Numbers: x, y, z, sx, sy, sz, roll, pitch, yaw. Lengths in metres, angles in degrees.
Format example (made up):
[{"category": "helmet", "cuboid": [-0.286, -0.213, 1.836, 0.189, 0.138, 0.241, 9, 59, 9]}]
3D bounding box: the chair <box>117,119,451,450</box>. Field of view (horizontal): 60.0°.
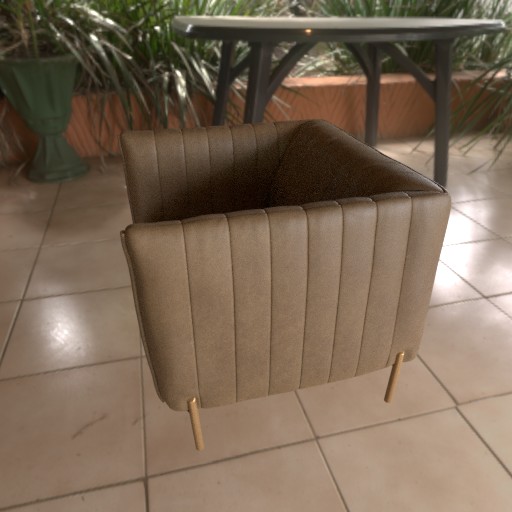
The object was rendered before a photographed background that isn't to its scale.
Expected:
[{"category": "chair", "cuboid": [0.000, 0.000, 1.640, 0.876, 0.779, 0.981, -8, 31, -13]}]
